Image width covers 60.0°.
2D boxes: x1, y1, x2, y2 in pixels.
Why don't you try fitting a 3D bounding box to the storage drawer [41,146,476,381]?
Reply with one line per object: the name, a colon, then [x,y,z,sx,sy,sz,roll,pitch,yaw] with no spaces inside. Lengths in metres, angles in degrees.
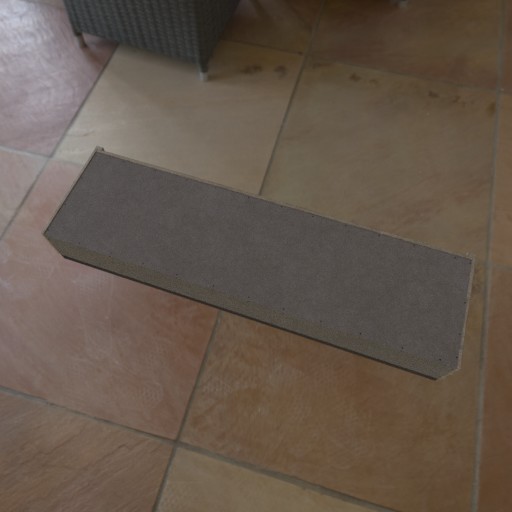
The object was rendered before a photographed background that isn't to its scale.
storage drawer: [0.000,0.000,2.311,2.072,0.274,0.591,17,65,8]
